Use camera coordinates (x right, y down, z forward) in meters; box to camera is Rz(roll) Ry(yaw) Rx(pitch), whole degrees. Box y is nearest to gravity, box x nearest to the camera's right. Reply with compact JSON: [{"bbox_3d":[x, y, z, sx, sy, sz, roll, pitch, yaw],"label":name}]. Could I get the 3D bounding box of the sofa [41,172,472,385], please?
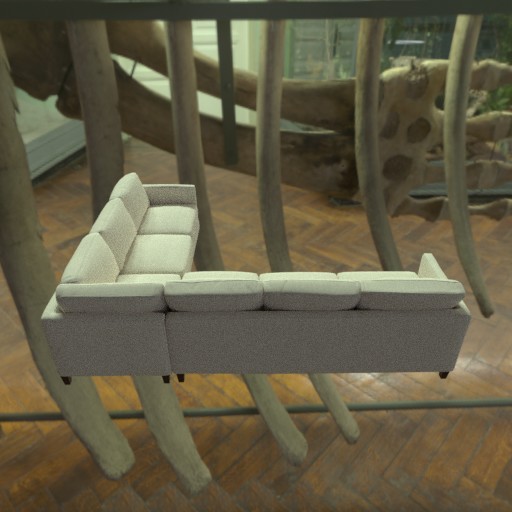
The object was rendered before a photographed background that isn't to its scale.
[{"bbox_3d":[0.000,0.000,4.517,3.302,0.947,2.593,-1,32,-1],"label":"sofa"}]
